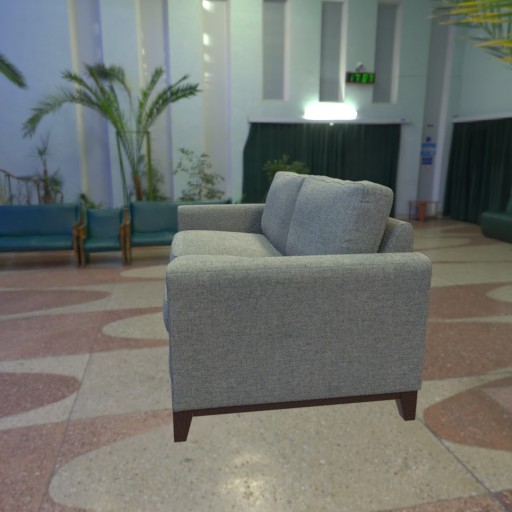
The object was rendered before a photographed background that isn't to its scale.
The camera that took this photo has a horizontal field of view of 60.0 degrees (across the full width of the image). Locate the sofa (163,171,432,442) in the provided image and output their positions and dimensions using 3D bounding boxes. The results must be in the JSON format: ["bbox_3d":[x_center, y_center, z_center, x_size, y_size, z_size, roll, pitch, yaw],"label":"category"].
[{"bbox_3d":[0.000,0.000,2.466,0.969,0.892,1.978,-2,13,-8],"label":"sofa"}]
